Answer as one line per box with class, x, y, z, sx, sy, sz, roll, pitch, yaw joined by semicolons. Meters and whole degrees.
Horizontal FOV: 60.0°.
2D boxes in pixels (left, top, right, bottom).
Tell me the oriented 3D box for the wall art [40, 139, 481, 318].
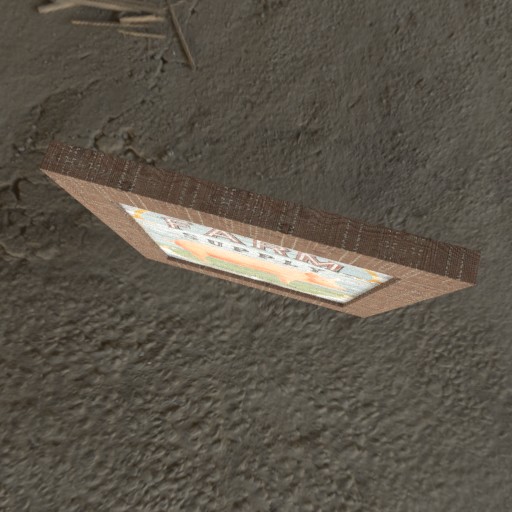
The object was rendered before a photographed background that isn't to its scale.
wall art;0.000;0.000;0.783;0.531;0.531;0.040;15;78;3
